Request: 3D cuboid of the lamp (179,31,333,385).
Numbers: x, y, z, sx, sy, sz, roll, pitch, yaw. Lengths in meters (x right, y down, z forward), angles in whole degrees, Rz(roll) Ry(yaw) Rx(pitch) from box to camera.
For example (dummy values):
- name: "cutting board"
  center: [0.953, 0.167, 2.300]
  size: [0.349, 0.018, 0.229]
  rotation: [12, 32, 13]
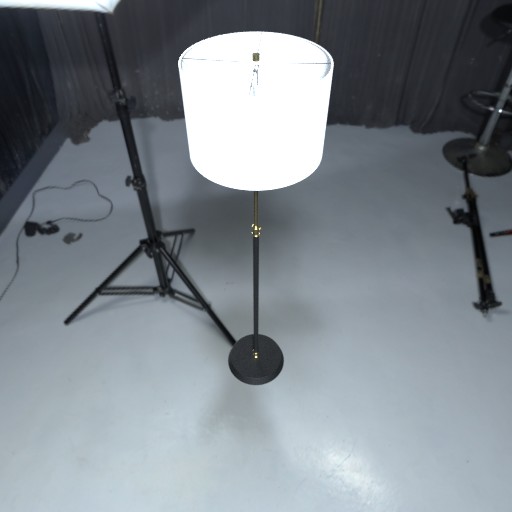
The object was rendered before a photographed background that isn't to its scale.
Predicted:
- name: "lamp"
  center: [0.000, 0.000, 1.699]
  size: [0.404, 1.517, 0.404]
  rotation: [3, 46, 3]
